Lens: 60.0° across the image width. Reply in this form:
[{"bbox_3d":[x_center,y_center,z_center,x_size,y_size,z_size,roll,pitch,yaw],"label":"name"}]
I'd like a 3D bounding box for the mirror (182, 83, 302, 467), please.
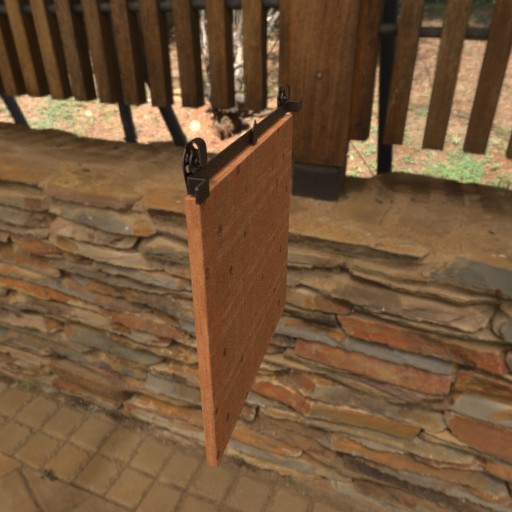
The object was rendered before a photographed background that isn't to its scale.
[{"bbox_3d":[0.000,0.000,1.210,0.054,0.800,0.805,8,30,15],"label":"mirror"}]
